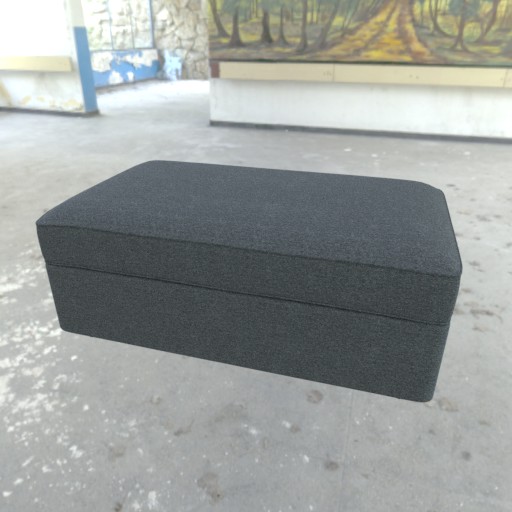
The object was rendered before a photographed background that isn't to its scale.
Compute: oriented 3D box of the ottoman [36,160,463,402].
[{"bbox_3d":[0.000,0.000,1.503,1.173,0.494,0.681,8,28,15],"label":"ottoman"}]
